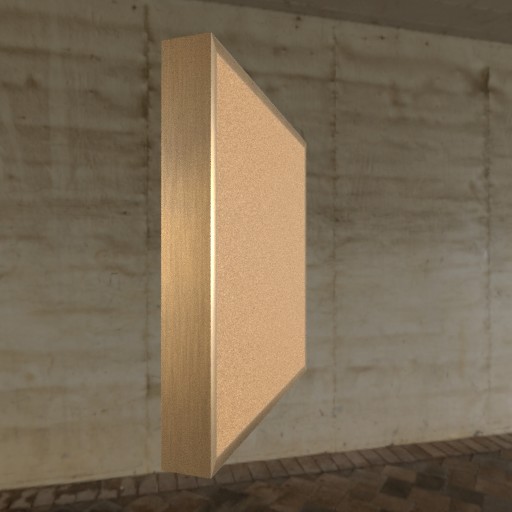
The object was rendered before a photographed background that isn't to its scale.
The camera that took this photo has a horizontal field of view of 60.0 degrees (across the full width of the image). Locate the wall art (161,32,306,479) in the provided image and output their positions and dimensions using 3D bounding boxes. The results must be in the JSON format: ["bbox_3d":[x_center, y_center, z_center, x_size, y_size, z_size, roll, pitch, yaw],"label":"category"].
[{"bbox_3d":[0.000,0.000,0.451,0.038,0.303,0.305,0,0,19],"label":"wall art"}]
